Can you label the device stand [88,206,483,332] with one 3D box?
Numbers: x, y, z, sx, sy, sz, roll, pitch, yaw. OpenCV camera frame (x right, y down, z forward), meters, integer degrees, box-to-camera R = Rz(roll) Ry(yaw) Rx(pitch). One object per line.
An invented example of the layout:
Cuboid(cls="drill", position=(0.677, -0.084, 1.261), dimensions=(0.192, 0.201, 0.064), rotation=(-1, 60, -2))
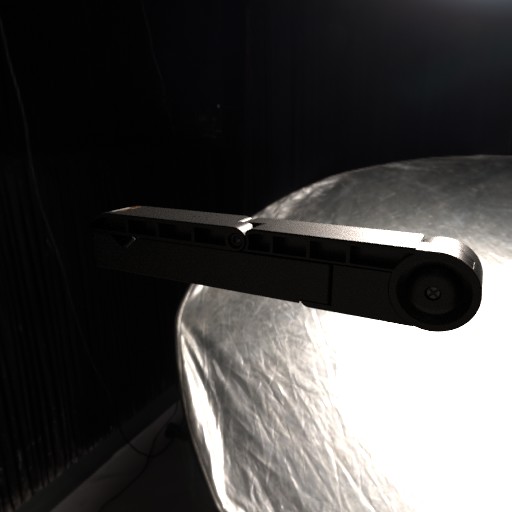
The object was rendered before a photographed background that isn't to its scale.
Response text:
Cuboid(cls="device stand", position=(0.000, 0.000, 0.195), dimensions=(0.179, 0.030, 0.026), rotation=(8, 18, 26))
